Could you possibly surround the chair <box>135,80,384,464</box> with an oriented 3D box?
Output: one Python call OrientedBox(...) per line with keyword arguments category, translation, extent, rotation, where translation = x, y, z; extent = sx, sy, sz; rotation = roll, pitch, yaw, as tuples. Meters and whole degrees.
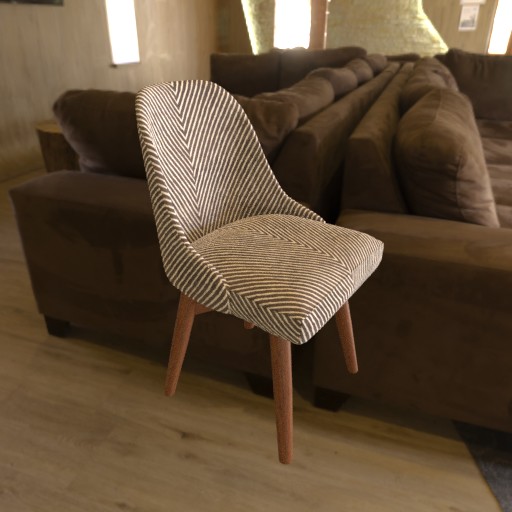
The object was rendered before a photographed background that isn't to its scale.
OrientedBox(category="chair", translation=(0.000, 0.000, 1.245), extent=(0.591, 0.883, 0.504), rotation=(17, 32, 31))
